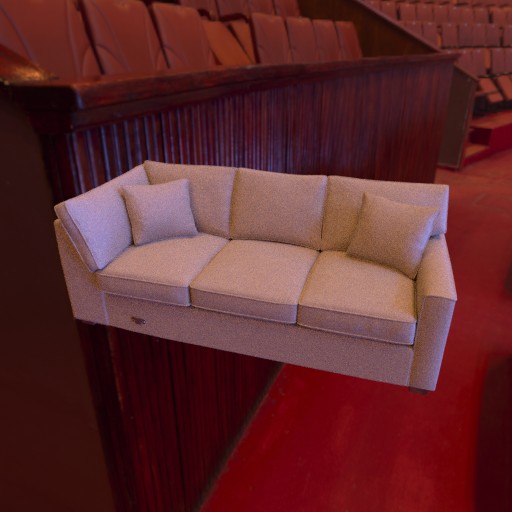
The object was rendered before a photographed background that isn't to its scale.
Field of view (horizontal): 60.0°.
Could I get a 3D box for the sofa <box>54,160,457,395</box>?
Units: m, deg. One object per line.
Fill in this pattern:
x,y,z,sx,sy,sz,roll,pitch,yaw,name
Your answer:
0.000,0.000,2.902,2.317,0.962,1.061,8,27,16,sofa
